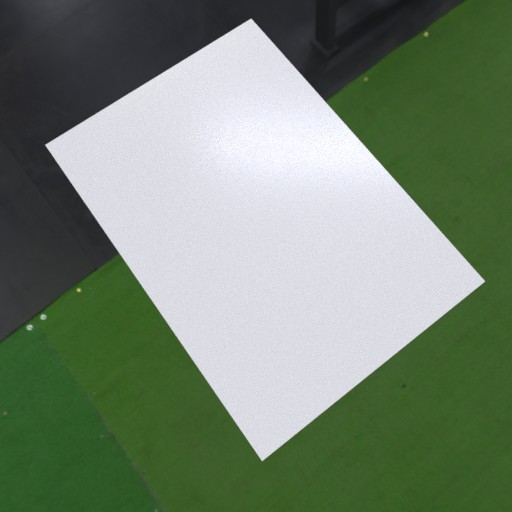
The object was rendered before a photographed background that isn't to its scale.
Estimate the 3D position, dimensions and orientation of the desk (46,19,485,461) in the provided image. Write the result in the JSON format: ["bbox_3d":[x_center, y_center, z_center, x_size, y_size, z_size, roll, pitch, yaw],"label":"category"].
[{"bbox_3d":[0.000,0.000,1.322,0.573,0.766,0.811,-36,78,-9],"label":"desk"}]
